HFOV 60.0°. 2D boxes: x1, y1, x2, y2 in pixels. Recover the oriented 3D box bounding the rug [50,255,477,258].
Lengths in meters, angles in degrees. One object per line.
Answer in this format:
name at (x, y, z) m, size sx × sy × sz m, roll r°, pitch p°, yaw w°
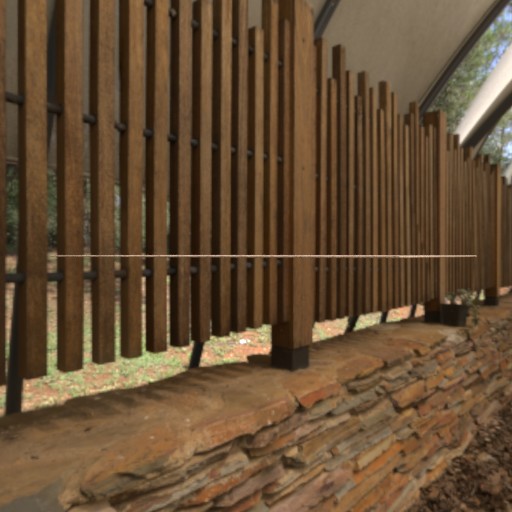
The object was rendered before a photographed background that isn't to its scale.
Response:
rug at (0.000, 0.000, 2.972) m, size 2.440 × 0.010 × 1.545 m, roll 0°, pitch 0°, yaw 36°
